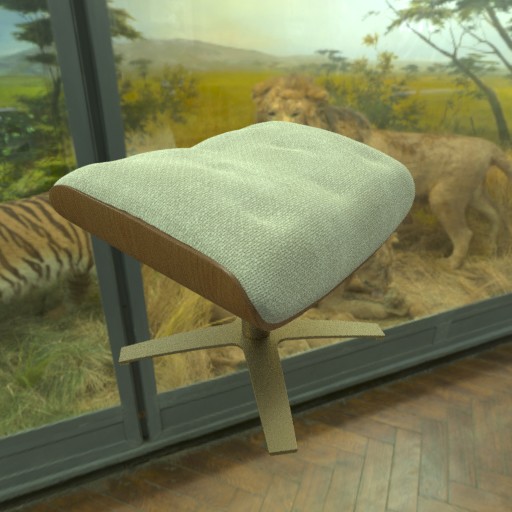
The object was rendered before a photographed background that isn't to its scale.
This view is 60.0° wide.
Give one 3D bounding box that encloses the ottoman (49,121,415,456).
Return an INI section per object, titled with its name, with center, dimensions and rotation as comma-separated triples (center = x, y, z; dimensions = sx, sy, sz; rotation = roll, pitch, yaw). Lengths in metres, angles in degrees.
[ottoman]
center = 0.000, 0.000, 0.784
dimensions = 0.394, 0.391, 0.520
rotation = 18, 32, 32
